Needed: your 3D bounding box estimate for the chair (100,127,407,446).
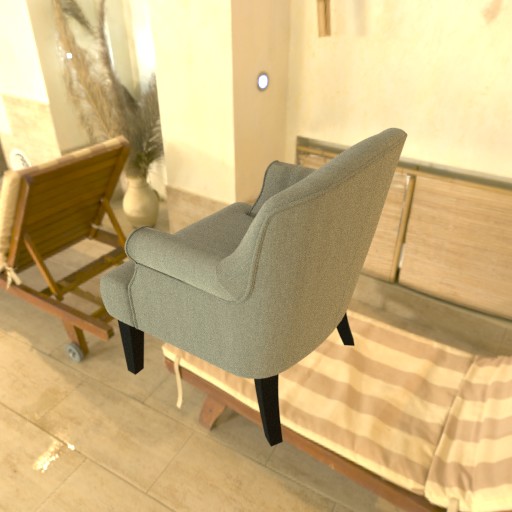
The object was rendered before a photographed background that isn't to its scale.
[{"bbox_3d":[0.000,0.000,1.462,0.755,0.880,0.772,20,36,30],"label":"chair"}]
